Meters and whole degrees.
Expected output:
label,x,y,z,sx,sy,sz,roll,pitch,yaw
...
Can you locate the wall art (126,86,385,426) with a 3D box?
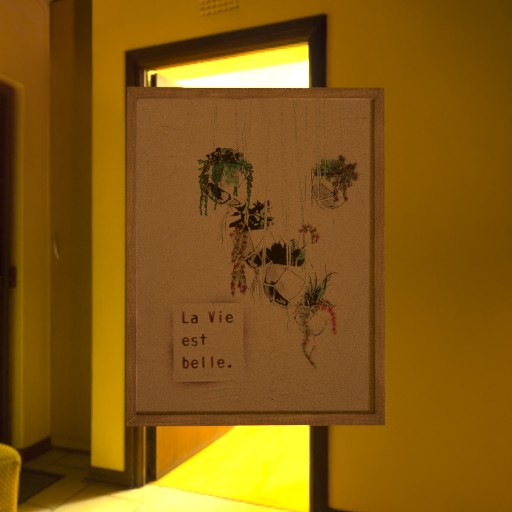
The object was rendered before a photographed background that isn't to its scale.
label,x,y,z,sx,sy,sz,roll,pitch,yaw
wall art,0.000,0.000,1.352,0.781,1.022,0.035,0,0,-1
